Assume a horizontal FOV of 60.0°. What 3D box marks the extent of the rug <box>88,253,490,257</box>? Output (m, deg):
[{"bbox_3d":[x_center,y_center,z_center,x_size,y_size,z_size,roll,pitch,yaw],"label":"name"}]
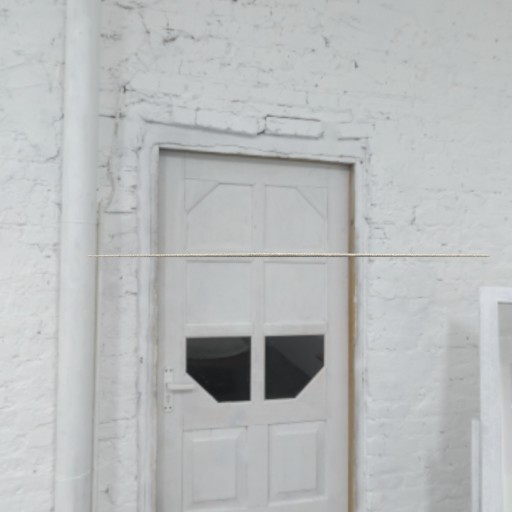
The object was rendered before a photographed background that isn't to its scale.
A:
[{"bbox_3d":[0.000,0.000,2.905,1.524,0.011,2.286,0,0,-36],"label":"rug"}]
